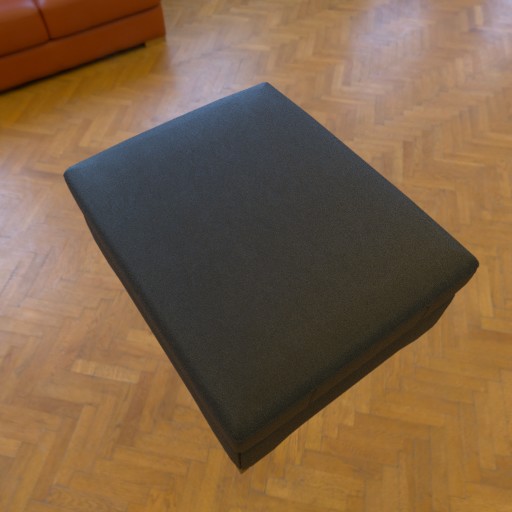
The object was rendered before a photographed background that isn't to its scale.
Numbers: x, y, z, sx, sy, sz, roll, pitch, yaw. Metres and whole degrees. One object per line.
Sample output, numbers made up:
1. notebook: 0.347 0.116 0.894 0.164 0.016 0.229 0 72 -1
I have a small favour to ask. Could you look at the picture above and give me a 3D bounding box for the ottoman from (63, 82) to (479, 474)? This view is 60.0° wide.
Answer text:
1. ottoman: 0.000 0.000 1.747 0.967 0.696 1.187 -30 61 -19
